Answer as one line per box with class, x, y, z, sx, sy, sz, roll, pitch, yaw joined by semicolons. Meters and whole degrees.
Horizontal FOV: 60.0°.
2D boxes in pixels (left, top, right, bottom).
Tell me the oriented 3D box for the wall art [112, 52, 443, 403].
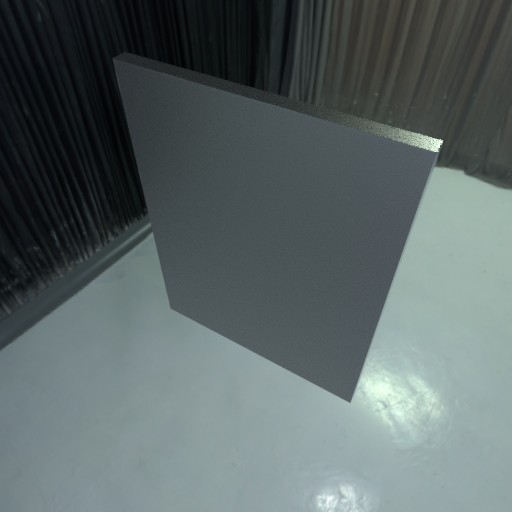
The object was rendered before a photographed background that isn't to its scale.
wall art;0.000;0.000;0.743;0.444;0.569;0.025;24;51;21
